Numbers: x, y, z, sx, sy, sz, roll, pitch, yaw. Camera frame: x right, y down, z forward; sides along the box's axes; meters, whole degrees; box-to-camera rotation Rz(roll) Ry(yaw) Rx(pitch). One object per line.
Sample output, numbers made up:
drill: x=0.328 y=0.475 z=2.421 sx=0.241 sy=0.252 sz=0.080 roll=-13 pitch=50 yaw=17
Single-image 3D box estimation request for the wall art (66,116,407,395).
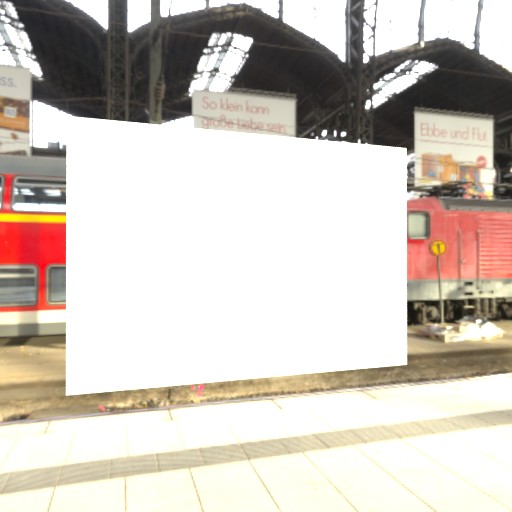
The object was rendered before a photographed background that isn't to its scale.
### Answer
wall art: x=0.000 y=0.000 z=1.663 sx=1.308 sy=0.902 sz=0.051 roll=0 pitch=0 yaw=-19
